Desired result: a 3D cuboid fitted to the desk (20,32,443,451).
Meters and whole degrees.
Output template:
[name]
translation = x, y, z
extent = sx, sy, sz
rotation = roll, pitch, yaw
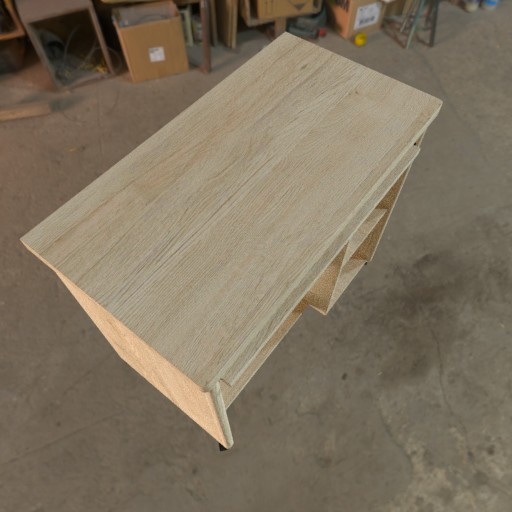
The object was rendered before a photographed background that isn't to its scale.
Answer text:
[desk]
translation = 0.000, 0.000, 1.297
extent = 0.480, 0.770, 0.885
rotation = 33, 64, 19
